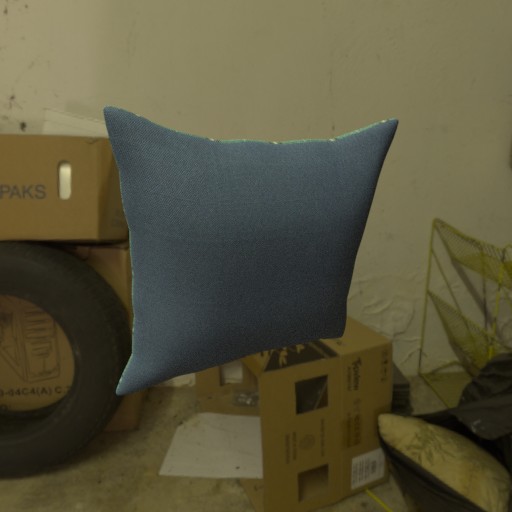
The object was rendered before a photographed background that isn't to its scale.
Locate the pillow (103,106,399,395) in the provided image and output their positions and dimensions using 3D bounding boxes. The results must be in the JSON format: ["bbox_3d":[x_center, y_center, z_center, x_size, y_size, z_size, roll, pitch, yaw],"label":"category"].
[{"bbox_3d":[0.000,0.000,0.707,0.453,0.430,0.200,-7,15,-27],"label":"pillow"}]
